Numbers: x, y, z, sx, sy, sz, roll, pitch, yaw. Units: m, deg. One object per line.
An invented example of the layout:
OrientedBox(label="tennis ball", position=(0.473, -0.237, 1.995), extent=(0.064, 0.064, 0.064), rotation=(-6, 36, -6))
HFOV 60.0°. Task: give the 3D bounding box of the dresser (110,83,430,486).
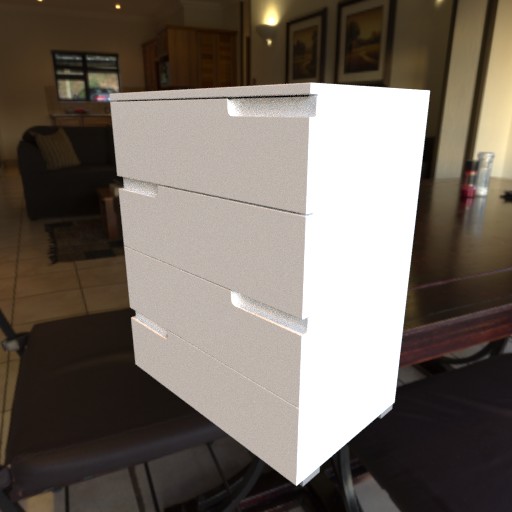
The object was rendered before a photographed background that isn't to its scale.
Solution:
OrientedBox(label="dresser", position=(0.000, 0.000, 1.154), extent=(0.400, 0.800, 0.650), rotation=(-17, 25, -42))
